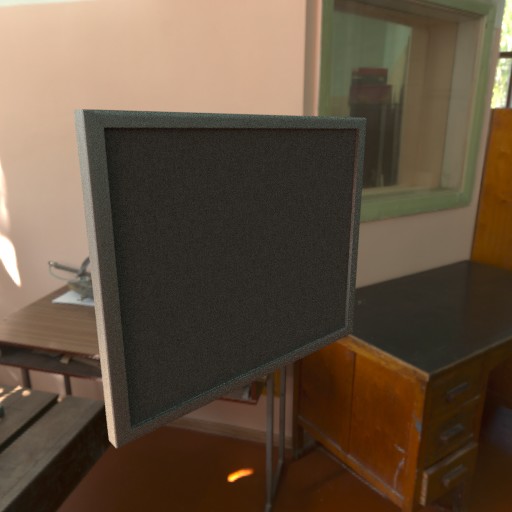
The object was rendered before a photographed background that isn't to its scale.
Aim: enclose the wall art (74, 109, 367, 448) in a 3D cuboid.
[{"bbox_3d":[0.000,0.000,0.753,0.556,0.457,0.028,-14,21,-40],"label":"wall art"}]
